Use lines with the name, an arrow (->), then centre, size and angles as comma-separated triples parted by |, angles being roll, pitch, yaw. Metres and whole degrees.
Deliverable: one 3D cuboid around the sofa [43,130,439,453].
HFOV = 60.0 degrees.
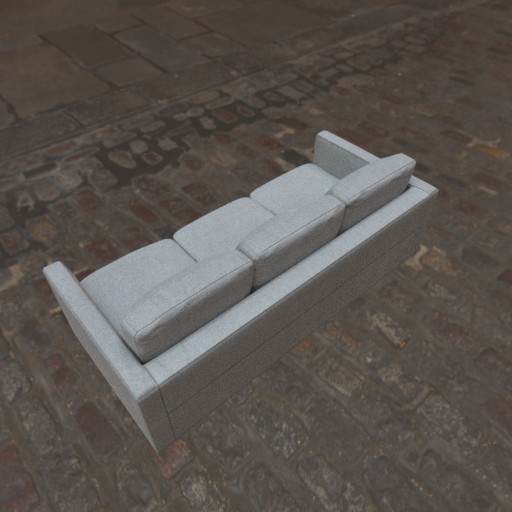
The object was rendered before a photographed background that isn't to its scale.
sofa -> 0.000, 0.000, 2.520 | 1.983, 0.918, 0.944 | -32, 53, -27
